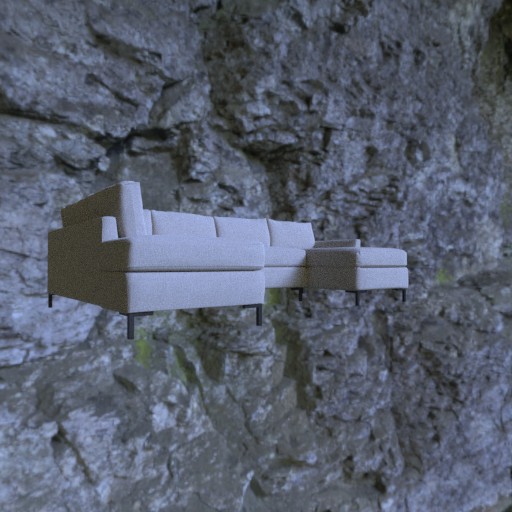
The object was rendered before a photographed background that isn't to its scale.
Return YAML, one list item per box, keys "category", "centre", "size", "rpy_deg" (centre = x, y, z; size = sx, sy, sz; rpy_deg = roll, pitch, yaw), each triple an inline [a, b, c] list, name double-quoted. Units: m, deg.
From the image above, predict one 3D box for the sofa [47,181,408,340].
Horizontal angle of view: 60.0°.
- category: "sofa"
  centre: [0.000, 0.000, 3.775]
  size: [2.984, 0.862, 1.989]
  rpy_deg: [1, -1, -36]
